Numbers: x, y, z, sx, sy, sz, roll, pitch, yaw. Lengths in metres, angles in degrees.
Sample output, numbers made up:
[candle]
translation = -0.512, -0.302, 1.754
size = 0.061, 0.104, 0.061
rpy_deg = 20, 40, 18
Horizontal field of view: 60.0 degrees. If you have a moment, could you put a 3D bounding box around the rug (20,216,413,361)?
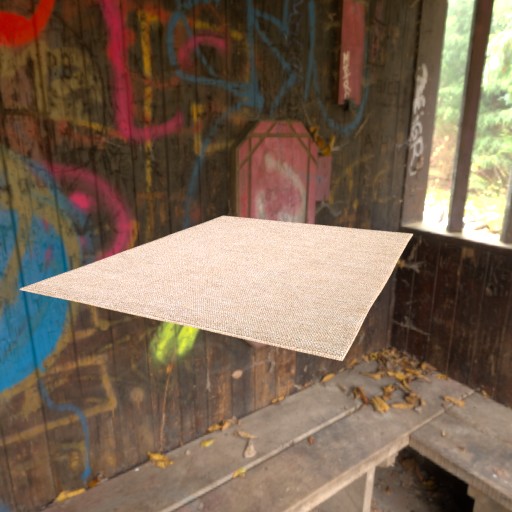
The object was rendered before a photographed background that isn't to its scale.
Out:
[rug]
translation = 0.000, 0.000, 4.069
size = 2.406, 0.012, 3.034
rpy_deg = 8, 18, 24
